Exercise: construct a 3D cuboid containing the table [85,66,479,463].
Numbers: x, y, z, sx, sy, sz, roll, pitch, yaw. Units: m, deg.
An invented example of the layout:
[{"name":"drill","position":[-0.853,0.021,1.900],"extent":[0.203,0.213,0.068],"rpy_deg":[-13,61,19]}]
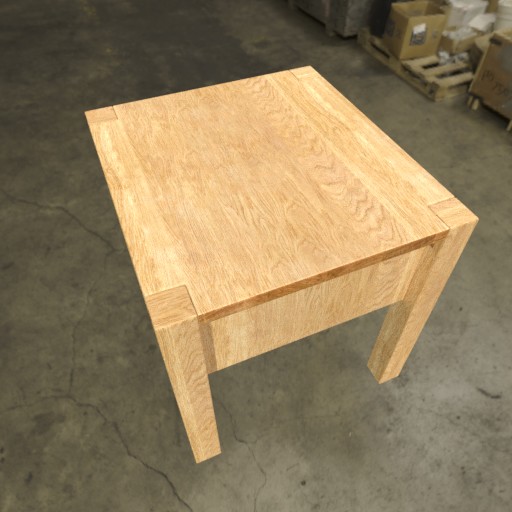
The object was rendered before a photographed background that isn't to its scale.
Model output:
[{"name":"table","position":[0.000,0.000,0.843],"extent":[0.440,0.450,0.480],"rpy_deg":[-18,51,-15]}]
